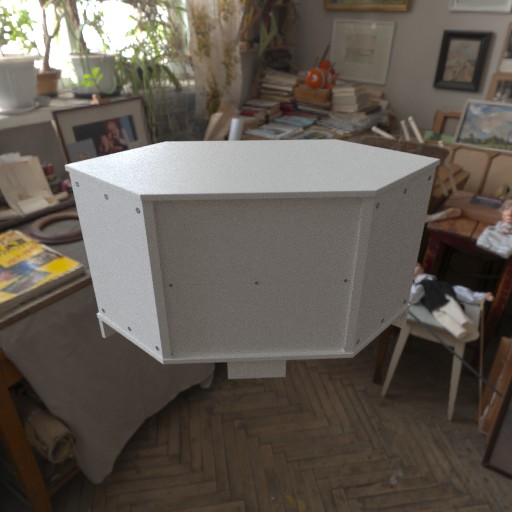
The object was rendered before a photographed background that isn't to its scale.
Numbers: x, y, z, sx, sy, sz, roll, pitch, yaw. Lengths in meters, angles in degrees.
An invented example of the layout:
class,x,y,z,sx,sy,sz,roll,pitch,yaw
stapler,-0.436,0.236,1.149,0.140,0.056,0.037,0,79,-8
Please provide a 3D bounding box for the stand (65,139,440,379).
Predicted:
class,x,y,z,sx,sy,sz,roll,pitch,yaw
stand,0.000,0.000,1.411,1.072,0.614,0.477,-1,29,-2
